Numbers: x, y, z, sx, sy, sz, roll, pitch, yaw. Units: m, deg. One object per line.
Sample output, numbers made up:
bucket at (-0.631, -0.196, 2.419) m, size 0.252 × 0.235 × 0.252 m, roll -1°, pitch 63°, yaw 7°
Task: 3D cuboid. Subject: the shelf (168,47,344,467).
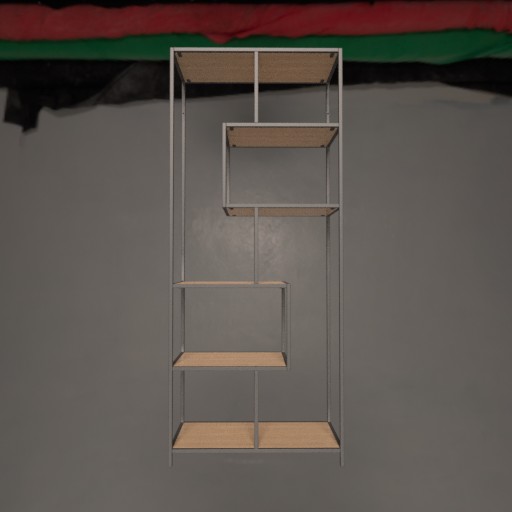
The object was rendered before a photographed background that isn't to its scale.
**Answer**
shelf at (0.000, 0.000, 2.128) m, size 0.770 × 1.850 × 0.350 m, roll 0°, pitch -1°, yaw 0°
